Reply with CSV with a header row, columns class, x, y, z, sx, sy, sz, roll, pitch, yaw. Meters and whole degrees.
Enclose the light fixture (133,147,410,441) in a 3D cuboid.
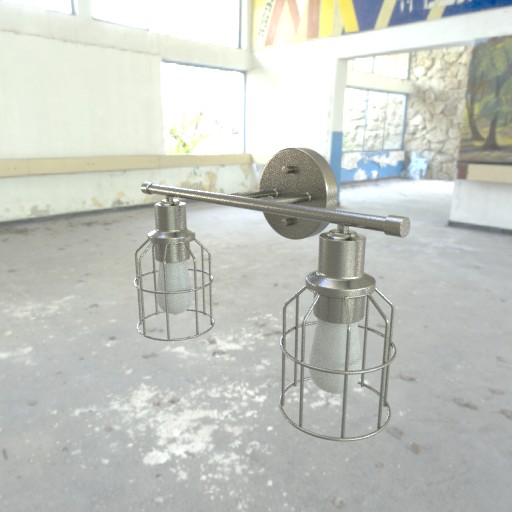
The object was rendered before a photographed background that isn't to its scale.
class,x,y,z,sx,sy,sz,roll,pitch,yaw
light fixture,0.000,0.000,0.539,0.165,0.254,0.406,-14,20,-42
